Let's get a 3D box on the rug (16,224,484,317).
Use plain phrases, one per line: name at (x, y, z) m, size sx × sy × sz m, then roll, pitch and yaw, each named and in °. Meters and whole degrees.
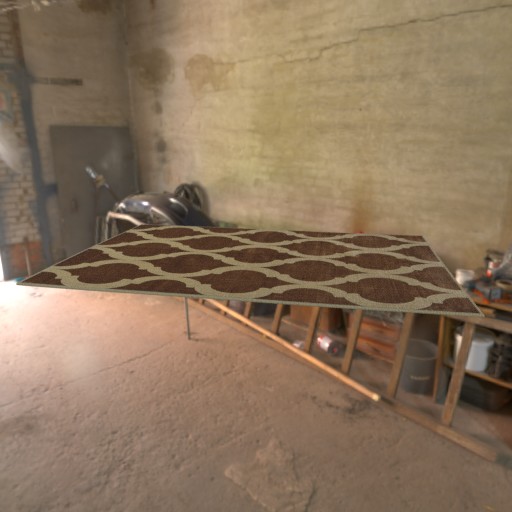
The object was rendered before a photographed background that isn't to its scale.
rug at (0.000, 0.000, 2.828) m, size 2.290 × 0.014 × 1.526 m, roll 3°, pitch 16°, yaw 10°
